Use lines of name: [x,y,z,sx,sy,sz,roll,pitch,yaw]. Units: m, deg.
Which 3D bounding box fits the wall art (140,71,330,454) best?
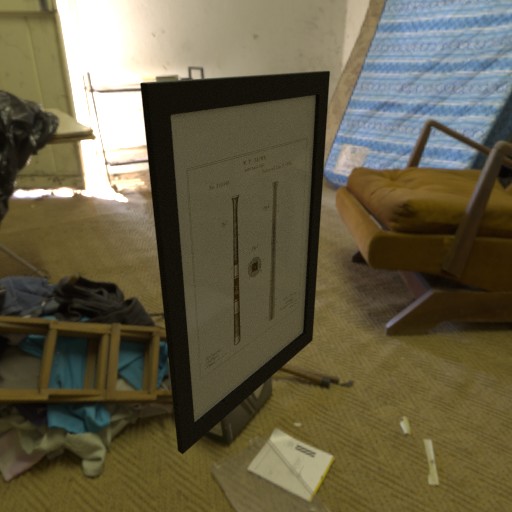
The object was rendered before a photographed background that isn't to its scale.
wall art: [0.000,0.000,0.700,0.012,0.529,0.374,18,31,34]
